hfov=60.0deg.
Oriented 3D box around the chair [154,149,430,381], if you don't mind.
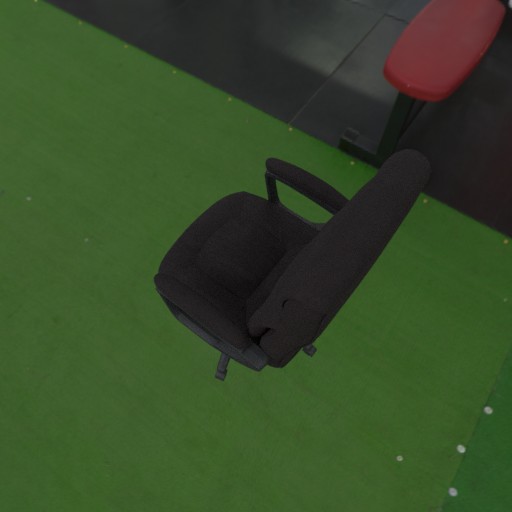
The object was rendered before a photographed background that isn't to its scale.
[{"bbox_3d":[0.000,0.000,1.508,0.724,1.105,0.667,34,67,17],"label":"chair"}]
